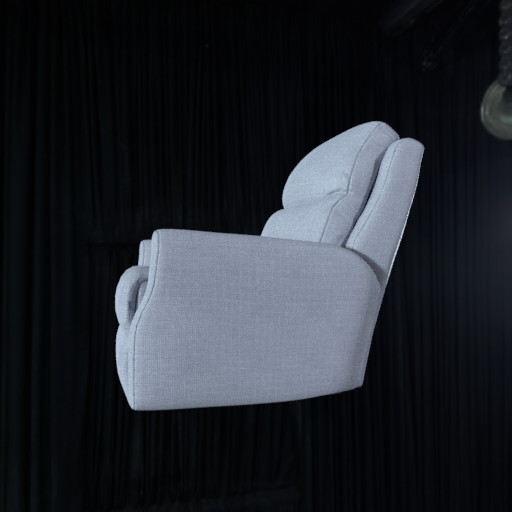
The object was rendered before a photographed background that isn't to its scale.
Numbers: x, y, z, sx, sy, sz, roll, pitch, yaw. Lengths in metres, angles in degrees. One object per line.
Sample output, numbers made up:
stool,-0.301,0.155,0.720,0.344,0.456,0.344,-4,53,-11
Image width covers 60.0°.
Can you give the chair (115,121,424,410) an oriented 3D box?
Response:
chair,0.000,0.000,1.787,1.080,1.030,0.829,0,-1,-18
